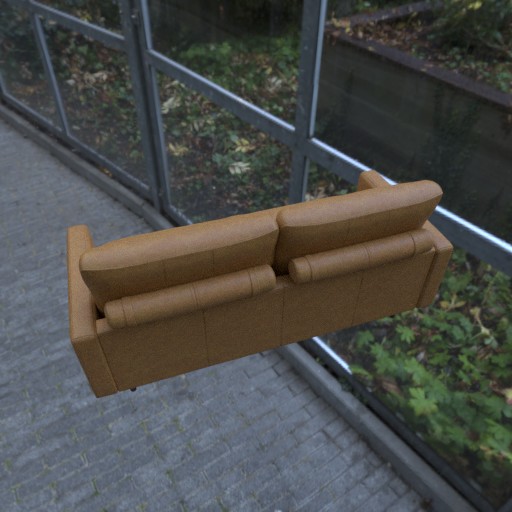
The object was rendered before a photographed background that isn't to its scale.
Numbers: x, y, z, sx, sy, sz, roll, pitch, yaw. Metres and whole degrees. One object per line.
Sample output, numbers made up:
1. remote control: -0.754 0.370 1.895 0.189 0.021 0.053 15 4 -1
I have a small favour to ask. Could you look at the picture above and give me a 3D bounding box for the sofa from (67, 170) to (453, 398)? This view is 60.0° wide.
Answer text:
1. sofa: 0.000 0.000 2.299 1.821 0.898 0.850 -13 43 -14
